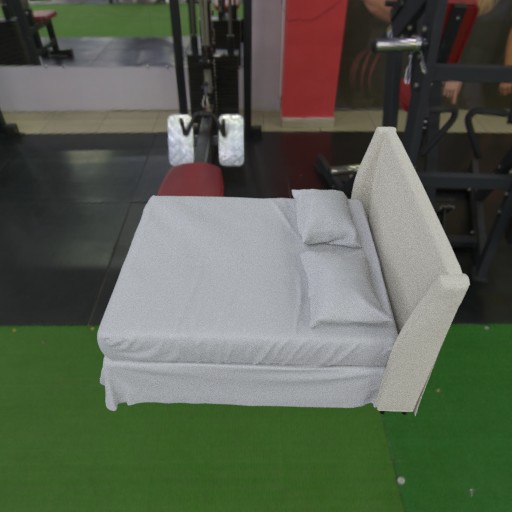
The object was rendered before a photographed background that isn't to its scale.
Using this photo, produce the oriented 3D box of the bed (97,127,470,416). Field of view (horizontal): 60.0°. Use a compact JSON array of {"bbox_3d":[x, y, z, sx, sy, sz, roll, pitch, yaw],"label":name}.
[{"bbox_3d":[0.000,0.000,3.420,2.276,1.332,1.925,1,40,1],"label":"bed"}]
